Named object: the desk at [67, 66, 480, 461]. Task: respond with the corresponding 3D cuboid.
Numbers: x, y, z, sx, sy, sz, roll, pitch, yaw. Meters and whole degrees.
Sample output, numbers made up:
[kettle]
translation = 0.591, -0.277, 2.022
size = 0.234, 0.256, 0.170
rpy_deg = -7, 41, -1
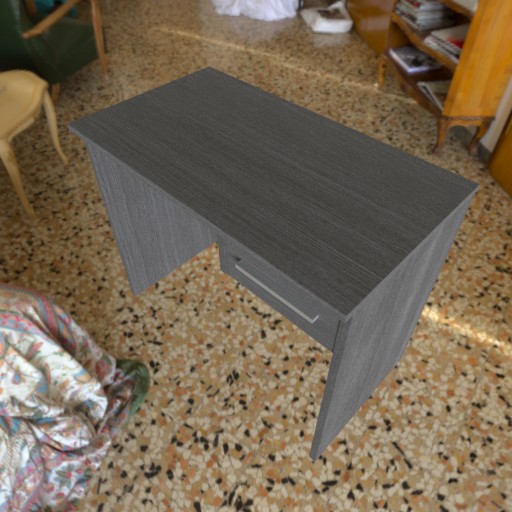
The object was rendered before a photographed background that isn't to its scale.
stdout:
[desk]
translation = 0.000, 0.000, 1.328
size = 0.893, 0.724, 0.498
rpy_deg = 35, 55, 29
